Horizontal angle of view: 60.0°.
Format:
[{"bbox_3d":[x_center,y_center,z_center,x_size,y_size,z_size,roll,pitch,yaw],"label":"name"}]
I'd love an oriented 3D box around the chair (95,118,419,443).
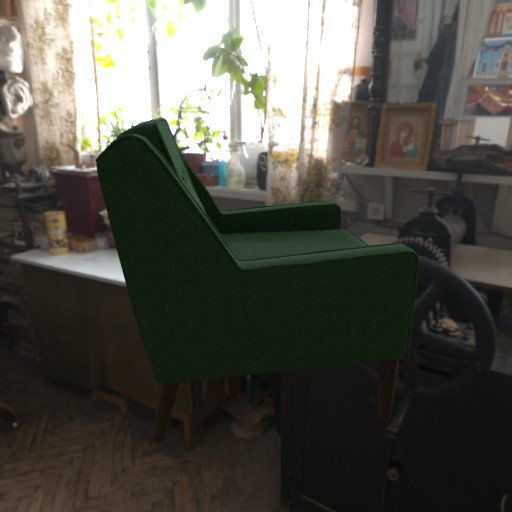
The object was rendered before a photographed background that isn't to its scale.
[{"bbox_3d":[0.000,0.000,1.329,0.743,0.792,0.663,-3,18,-8],"label":"chair"}]
